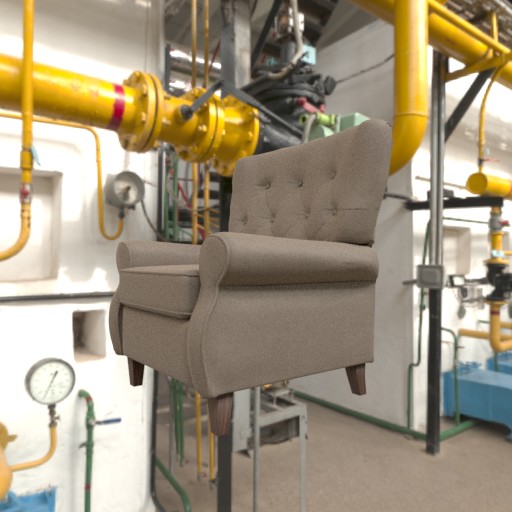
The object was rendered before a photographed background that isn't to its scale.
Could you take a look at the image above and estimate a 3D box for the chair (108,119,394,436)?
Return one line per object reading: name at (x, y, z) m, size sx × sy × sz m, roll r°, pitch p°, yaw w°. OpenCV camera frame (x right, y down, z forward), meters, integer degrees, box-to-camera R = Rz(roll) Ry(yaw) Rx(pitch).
chair at (0.000, 0.000, 1.933) m, size 1.041 × 1.138 × 0.999 m, roll 0°, pitch 0°, yaw -37°
